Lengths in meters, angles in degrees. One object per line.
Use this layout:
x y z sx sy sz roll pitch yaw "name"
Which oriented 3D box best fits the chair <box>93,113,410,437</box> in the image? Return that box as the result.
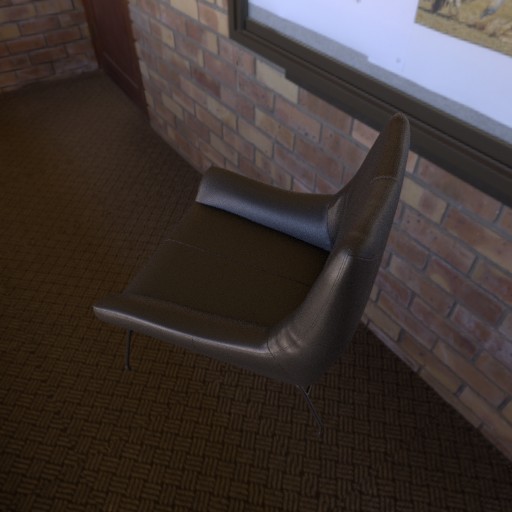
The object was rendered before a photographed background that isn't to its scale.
0.000 0.000 1.557 0.826 0.922 0.836 16 48 15 "chair"
